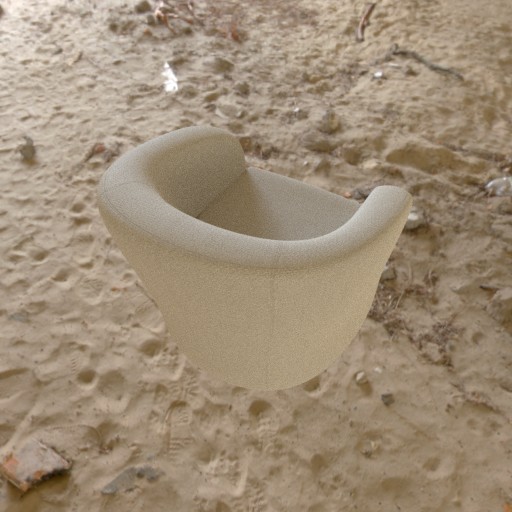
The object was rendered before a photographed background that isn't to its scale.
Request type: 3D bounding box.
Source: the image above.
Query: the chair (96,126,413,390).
[{"bbox_3d":[0.000,0.000,1.443,0.791,0.771,0.815,24,50,21],"label":"chair"}]
